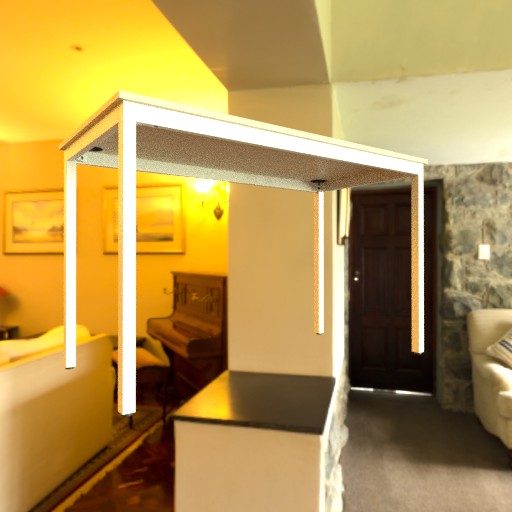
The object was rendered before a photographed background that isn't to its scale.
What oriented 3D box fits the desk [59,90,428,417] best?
[{"bbox_3d":[0.000,0.000,1.595,1.200,0.750,0.600,0,0,-36],"label":"desk"}]
